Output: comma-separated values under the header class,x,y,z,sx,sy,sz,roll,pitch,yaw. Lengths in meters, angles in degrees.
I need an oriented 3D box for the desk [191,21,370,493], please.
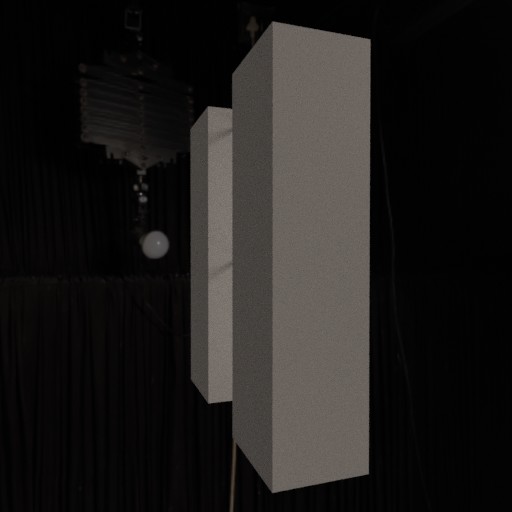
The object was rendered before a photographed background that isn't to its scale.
class,x,y,z,sx,sy,sz,roll,pitch,yaw
desk,0.000,0.000,2.794,0.480,2.000,1.770,0,1,-20
